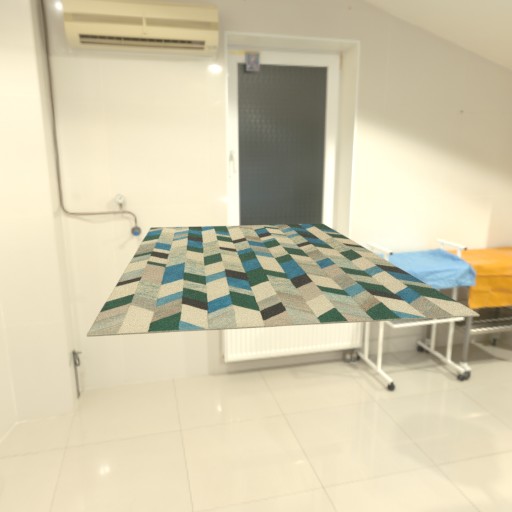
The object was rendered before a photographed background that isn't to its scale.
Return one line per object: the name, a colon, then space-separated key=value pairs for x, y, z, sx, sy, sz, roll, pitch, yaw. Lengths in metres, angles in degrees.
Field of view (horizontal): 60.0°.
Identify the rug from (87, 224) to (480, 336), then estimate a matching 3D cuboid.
rug: x=0.000 y=0.000 z=2.233 sx=1.229 sy=0.005 sz=1.827 roll=-2 pitch=14 yaw=-7
